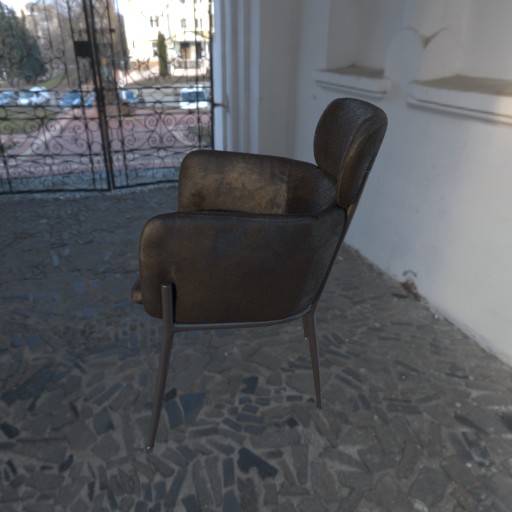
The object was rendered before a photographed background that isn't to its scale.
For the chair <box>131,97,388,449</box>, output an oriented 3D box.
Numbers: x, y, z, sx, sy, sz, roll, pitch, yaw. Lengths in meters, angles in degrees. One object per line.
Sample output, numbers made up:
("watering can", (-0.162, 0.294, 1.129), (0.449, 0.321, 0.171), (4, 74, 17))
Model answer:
("chair", (0.000, 0.000, 1.253), (0.604, 0.818, 0.640), (0, 26, 0))
